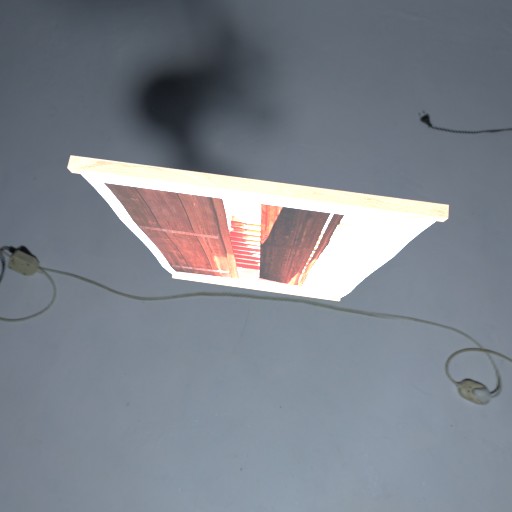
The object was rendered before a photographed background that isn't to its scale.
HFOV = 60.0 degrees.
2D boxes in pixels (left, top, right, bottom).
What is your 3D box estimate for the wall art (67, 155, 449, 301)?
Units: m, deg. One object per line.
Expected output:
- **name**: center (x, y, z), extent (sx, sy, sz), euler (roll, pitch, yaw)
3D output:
- **wall art**: center (0.000, 0.000, 0.631), extent (0.332, 0.508, 0.012), euler (8, 76, 2)
